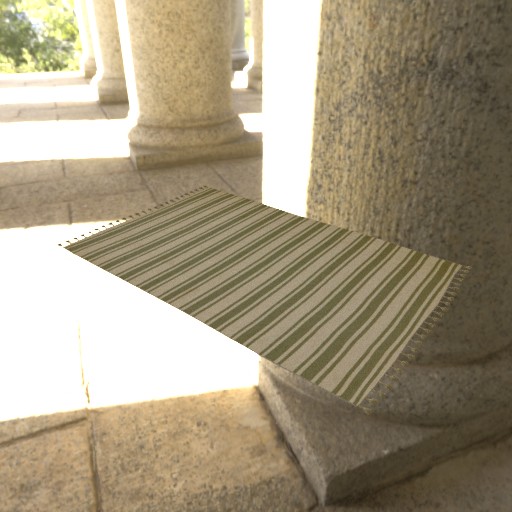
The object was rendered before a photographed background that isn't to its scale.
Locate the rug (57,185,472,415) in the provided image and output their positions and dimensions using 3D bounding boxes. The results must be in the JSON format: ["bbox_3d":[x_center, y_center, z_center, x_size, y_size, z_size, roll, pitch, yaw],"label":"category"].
[{"bbox_3d":[0.000,0.000,2.310,1.875,0.013,1.162,21,36,33],"label":"rug"}]
